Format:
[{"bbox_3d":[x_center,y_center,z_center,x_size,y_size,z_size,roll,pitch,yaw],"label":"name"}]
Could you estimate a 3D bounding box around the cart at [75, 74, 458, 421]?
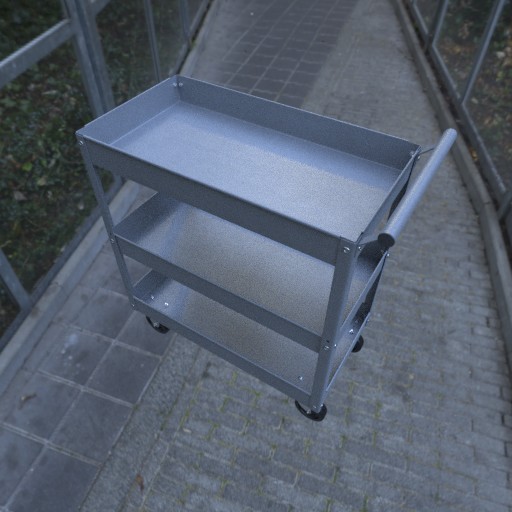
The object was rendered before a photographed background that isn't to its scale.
[{"bbox_3d":[0.000,0.000,1.177,0.719,0.780,0.366,24,50,22],"label":"cart"}]
